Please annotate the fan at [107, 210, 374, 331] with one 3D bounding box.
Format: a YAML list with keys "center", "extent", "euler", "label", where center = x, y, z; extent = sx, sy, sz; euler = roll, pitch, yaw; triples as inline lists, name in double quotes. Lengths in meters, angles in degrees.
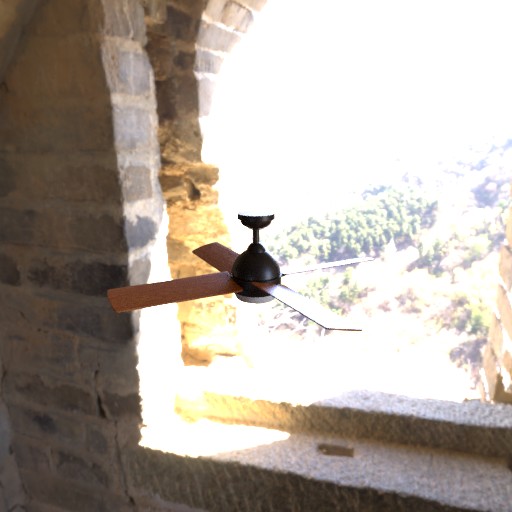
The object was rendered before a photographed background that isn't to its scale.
- center: [0.000, 0.000, 2.046]
  extent: [1.332, 0.403, 1.332]
  euler: [-8, 17, -27]
  label: "fan"
